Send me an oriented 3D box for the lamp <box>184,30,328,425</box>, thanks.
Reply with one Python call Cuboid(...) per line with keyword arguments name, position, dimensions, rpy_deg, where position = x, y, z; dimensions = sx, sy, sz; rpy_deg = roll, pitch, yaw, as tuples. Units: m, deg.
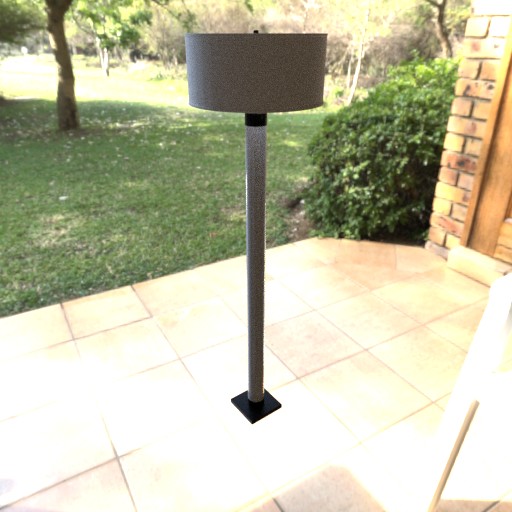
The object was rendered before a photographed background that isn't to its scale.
Cuboid(name="lamp", position=(0.000, 0.000, 1.625), dimensions=(0.420, 1.475, 0.420), rpy_deg=(-18, 32, -32))
